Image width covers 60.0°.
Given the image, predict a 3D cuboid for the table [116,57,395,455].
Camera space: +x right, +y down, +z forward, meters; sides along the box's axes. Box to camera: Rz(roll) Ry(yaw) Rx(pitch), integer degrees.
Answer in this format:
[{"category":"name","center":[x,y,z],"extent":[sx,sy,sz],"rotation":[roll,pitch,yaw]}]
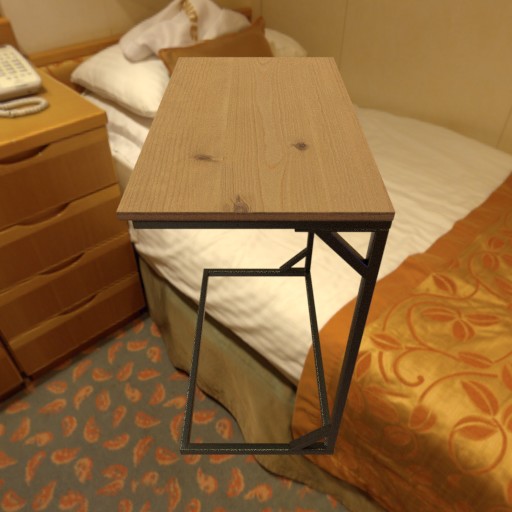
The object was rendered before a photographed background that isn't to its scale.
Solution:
[{"category":"table","center":[0.000,0.000,1.002],"extent":[0.351,0.673,0.597],"rotation":[0,41,0]}]
